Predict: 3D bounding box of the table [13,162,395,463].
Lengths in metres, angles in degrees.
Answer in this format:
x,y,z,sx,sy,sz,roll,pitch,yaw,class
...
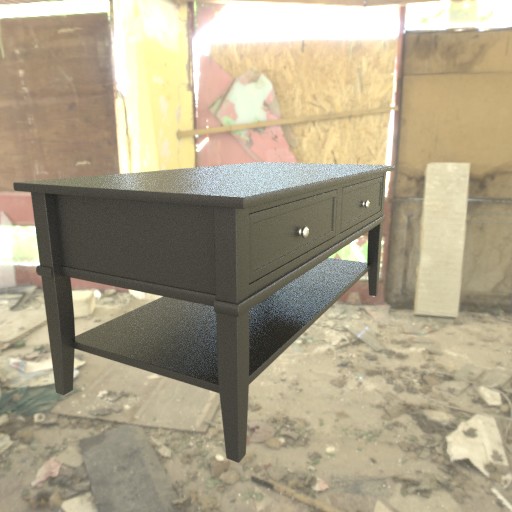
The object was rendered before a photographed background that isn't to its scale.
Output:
x,y,z,sx,sy,sz,roll,pitch,yaw,class
0.000,0.000,1.253,0.523,0.470,1.044,8,16,27,table
